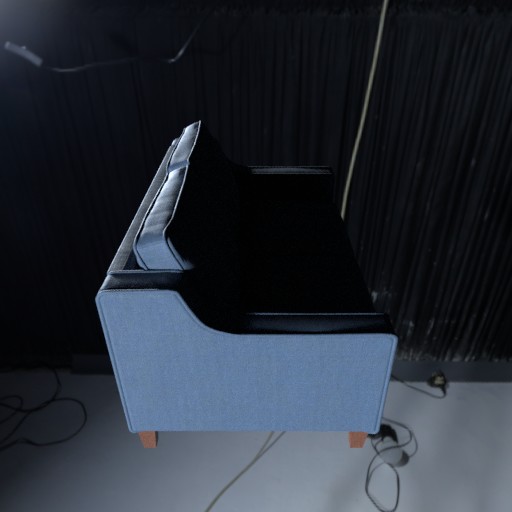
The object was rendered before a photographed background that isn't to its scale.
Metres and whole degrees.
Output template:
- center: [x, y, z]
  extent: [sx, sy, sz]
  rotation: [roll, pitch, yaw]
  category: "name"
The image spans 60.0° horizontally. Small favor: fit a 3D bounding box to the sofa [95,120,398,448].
- center: [0.000, 0.000, 2.160]
  extent: [0.987, 0.971, 1.501]
  rotation: [0, 32, 0]
  category: "sofa"
